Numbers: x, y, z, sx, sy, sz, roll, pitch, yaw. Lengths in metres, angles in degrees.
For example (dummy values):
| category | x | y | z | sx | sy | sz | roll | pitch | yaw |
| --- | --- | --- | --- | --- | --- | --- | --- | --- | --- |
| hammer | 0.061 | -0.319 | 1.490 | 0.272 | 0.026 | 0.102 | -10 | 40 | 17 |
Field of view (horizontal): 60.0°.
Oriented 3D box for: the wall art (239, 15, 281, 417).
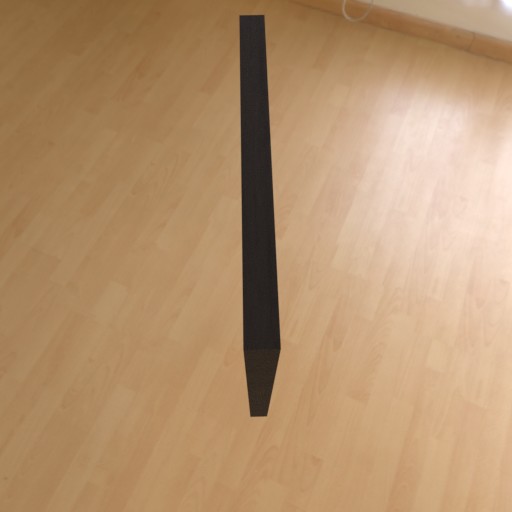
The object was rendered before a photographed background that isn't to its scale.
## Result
| category | x | y | z | sx | sy | sz | roll | pitch | yaw |
| --- | --- | --- | --- | --- | --- | --- | --- | --- | --- |
| wall art | 0.000 | 0.000 | 0.747 | 0.034 | 0.552 | 0.455 | -1 | 64 | -1 |
